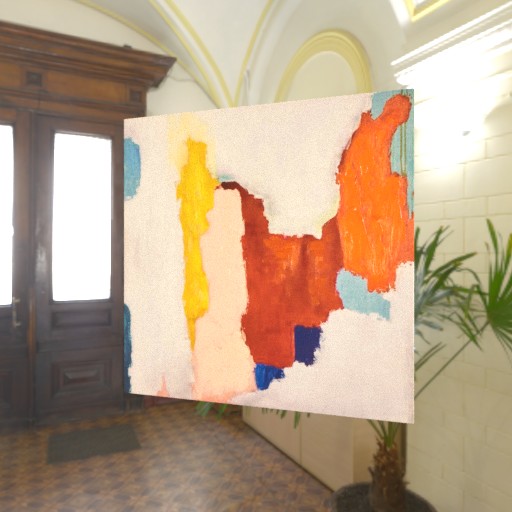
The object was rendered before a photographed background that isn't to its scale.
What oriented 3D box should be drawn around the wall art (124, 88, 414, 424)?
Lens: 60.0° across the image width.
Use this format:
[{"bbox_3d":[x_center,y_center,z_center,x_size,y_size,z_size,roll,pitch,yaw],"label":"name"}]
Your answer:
[{"bbox_3d":[0.000,0.000,1.212,0.814,0.814,0.037,0,0,18],"label":"wall art"}]
